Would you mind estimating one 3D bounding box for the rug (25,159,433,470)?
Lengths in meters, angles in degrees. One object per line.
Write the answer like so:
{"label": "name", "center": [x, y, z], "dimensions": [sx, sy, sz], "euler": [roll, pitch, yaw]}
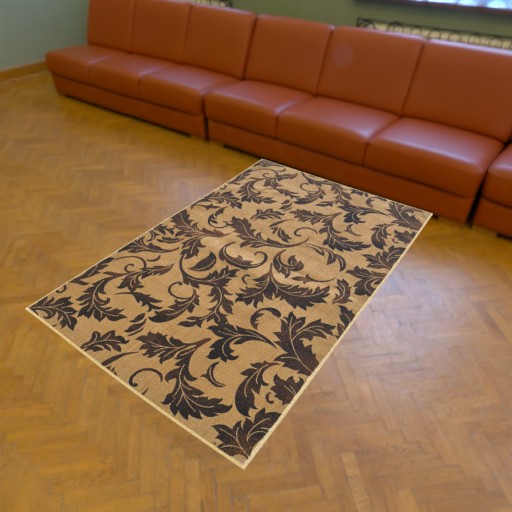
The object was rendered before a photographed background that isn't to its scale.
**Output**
{"label": "rug", "center": [0.000, 0.000, 2.815], "dimensions": [1.522, 0.008, 2.284], "euler": [24, 44, 27]}
